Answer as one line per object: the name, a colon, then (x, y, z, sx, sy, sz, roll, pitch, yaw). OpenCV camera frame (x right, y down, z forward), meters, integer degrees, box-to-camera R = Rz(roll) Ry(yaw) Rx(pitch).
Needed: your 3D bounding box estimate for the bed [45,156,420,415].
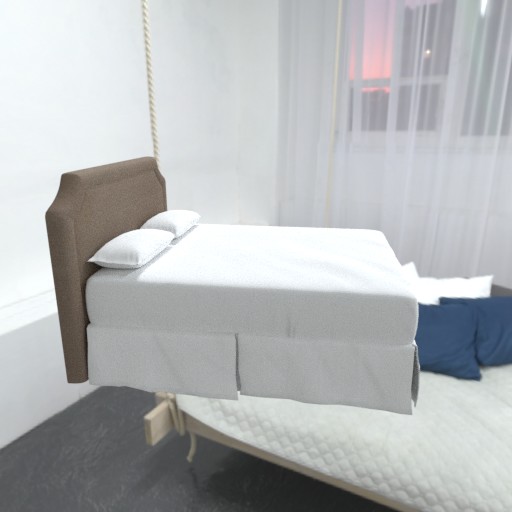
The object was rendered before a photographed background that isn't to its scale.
bed: (0.000, 0.000, 3.189, 2.116, 1.290, 1.693, 2, 17, 8)
